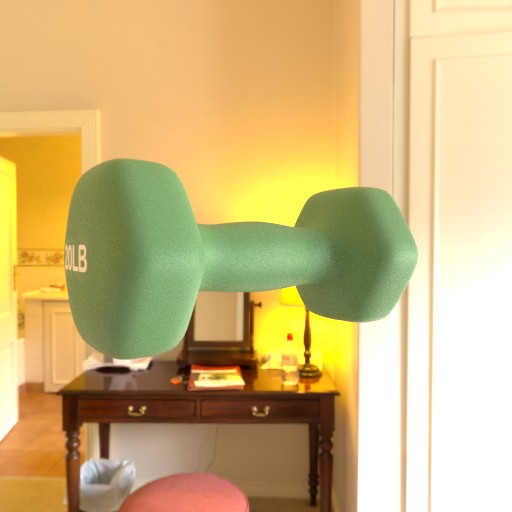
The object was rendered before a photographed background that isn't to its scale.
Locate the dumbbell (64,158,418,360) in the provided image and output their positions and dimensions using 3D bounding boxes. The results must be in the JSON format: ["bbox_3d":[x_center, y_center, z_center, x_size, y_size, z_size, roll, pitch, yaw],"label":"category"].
[{"bbox_3d":[0.000,0.000,0.328,0.257,0.114,0.126,-1,2,-36],"label":"dumbbell"}]
